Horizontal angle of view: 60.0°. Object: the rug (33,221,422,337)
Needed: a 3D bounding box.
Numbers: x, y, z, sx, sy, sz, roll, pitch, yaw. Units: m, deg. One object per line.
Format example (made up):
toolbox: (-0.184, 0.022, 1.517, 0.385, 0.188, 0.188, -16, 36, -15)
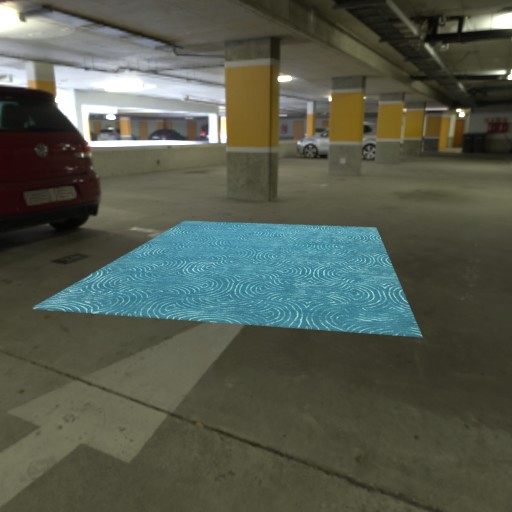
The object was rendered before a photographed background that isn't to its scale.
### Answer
rug: (0.000, 0.000, 4.130, 2.432, 0.012, 3.033, 3, 16, 10)
